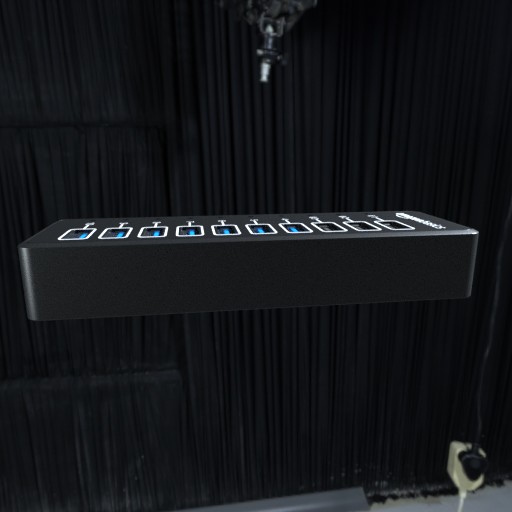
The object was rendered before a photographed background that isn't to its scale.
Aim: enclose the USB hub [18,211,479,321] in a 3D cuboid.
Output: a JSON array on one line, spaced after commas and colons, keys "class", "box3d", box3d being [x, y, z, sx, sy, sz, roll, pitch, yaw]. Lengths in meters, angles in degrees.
[{"class": "USB hub", "box3d": [0.000, 0.000, 0.158, 0.145, 0.023, 0.044, -2, 15, -8]}]
